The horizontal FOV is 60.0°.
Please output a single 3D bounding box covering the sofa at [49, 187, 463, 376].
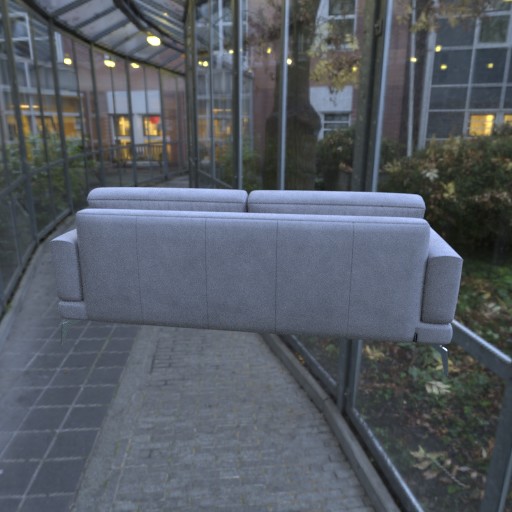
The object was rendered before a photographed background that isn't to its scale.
[{"bbox_3d":[0.000,0.000,2.569,2.013,0.830,0.980,2,16,8],"label":"sofa"}]
